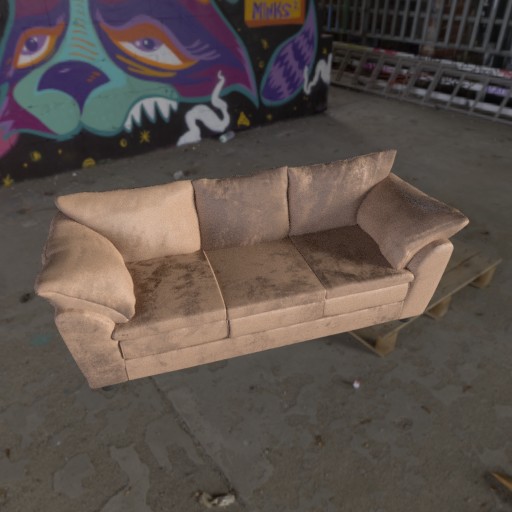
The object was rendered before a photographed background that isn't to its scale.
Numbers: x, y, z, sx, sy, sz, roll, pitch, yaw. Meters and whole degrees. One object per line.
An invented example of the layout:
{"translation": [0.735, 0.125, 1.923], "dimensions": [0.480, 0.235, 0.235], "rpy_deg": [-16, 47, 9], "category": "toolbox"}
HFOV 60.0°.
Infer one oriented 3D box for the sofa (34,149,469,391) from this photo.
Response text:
{"translation": [0.000, 0.000, 2.777], "dimensions": [2.377, 0.981, 0.893], "rpy_deg": [-10, 34, -15], "category": "sofa"}
